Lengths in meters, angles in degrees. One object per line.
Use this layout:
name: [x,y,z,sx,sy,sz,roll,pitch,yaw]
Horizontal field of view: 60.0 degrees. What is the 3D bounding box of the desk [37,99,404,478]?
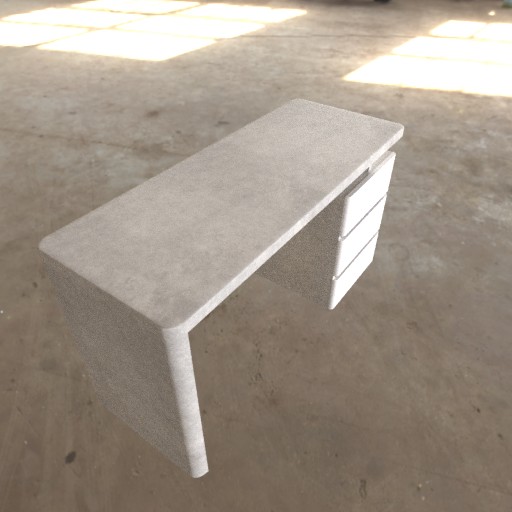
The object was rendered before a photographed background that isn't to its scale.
desk: [0.000,0.000,1.790,0.550,0.755,1.400,25,46,27]
